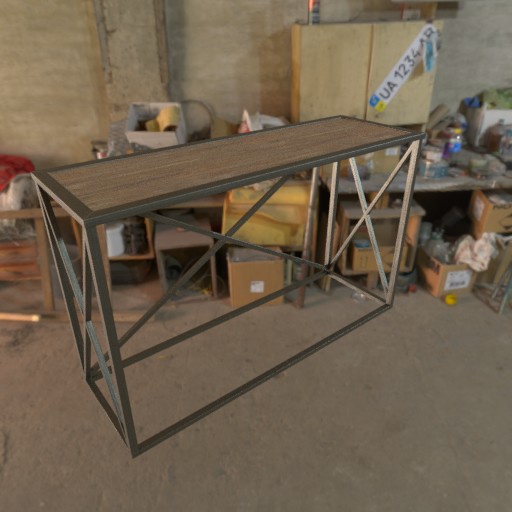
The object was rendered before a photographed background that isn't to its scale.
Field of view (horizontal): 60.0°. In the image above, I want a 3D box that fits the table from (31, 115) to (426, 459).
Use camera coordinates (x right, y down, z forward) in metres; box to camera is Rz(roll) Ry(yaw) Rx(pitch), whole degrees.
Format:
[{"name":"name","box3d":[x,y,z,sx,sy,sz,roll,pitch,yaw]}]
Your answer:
[{"name":"table","box3d":[0.000,0.000,1.554,1.216,0.753,0.402,-21,35,-33]}]
